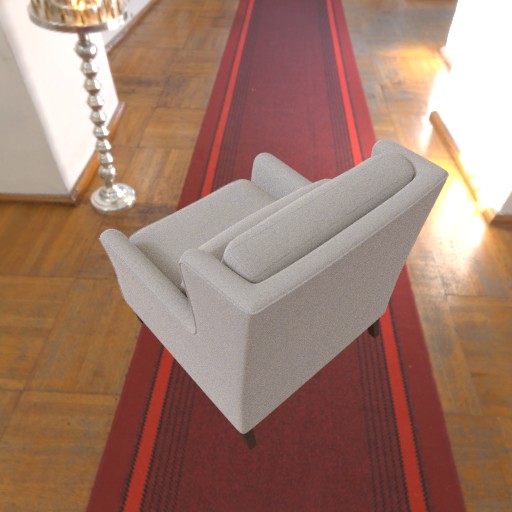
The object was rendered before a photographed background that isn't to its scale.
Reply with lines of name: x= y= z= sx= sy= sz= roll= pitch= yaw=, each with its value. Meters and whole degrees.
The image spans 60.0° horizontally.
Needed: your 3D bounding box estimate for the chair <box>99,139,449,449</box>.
chair: x=0.000 y=0.000 z=1.945 sx=0.982 sy=1.056 sz=1.040 roll=-32 pitch=54 yaw=-27
